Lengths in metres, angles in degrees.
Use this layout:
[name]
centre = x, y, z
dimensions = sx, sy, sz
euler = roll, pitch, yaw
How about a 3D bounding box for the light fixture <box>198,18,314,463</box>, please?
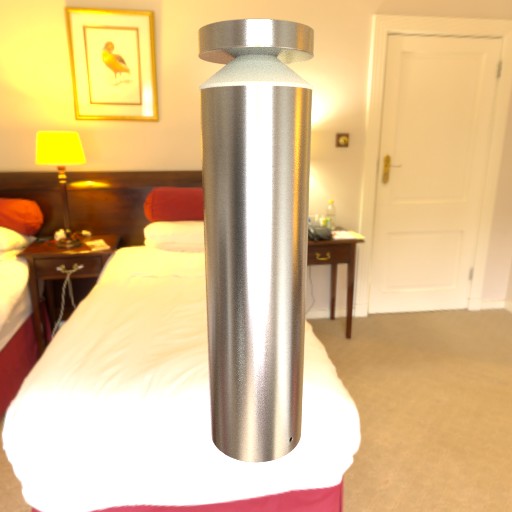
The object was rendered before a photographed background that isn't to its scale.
[light fixture]
centre = 0.000, 0.000, 0.437
dimensions = 0.102, 0.400, 0.102
euler = 15, 21, 42
